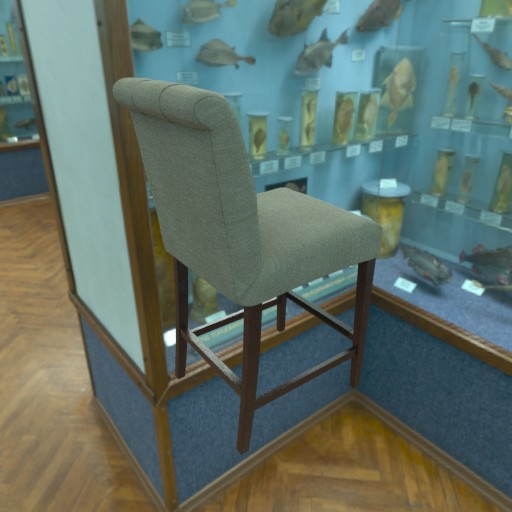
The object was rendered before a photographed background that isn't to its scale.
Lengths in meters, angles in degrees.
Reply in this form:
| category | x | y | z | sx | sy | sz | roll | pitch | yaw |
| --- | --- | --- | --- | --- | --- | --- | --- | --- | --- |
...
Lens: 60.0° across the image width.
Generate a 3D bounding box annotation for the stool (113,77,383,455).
| category | x | y | z | sx | sy | sz | roll | pitch | yaw |
| --- | --- | --- | --- | --- | --- | --- | --- | --- | --- |
| stool | 0.000 | 0.000 | 1.438 | 0.660 | 1.084 | 0.486 | -18 | 31 | -32 |
